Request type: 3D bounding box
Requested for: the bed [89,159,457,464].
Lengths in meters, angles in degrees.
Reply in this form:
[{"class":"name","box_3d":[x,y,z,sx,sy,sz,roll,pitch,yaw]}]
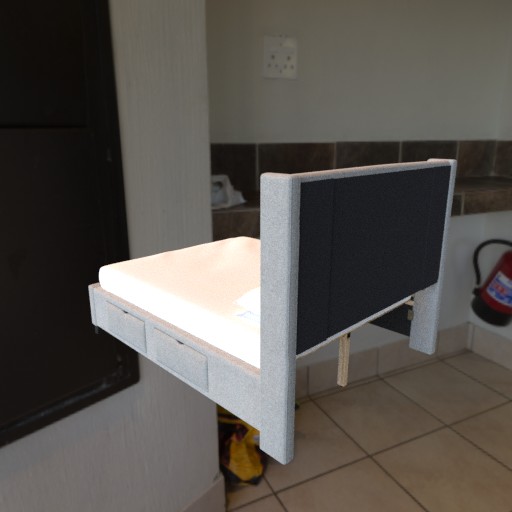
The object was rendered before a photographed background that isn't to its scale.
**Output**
[{"class":"bed","box_3d":[0.000,0.000,3.449,1.774,1.491,2.222,-15,21,-43]}]
